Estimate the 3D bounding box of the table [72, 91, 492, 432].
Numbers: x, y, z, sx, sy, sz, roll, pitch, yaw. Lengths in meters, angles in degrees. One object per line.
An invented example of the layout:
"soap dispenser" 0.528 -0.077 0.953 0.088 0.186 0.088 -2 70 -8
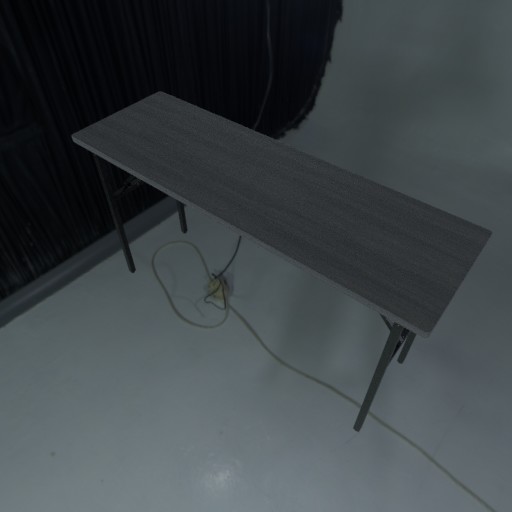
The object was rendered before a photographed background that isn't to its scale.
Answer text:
"table" 0.000 0.000 1.732 1.399 0.750 0.449 30 53 25
